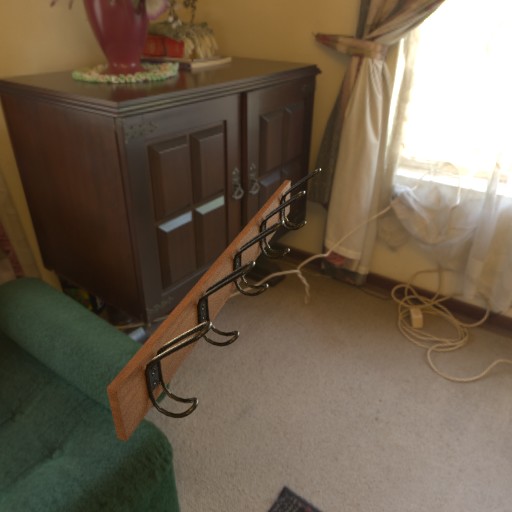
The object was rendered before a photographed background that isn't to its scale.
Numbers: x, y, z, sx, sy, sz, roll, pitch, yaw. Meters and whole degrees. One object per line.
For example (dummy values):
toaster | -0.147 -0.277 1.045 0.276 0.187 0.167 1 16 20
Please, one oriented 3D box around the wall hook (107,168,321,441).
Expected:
wall hook | 0.000 0.000 0.600 0.076 0.116 0.554 10 31 17
